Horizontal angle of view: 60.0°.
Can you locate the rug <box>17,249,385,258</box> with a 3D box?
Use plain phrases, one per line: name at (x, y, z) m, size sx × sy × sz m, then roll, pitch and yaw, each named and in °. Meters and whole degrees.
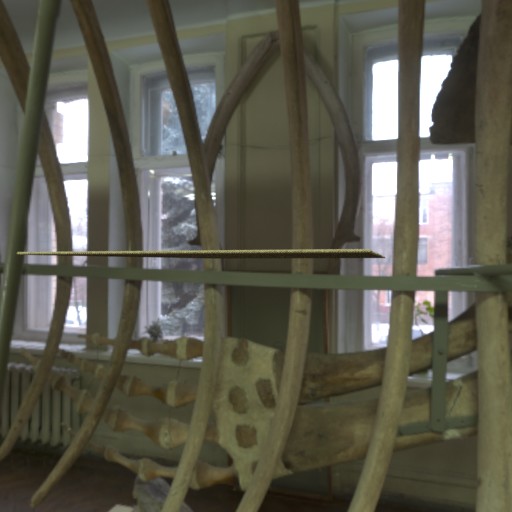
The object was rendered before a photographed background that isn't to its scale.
rug at (0.000, 0.000, 2.275) m, size 1.240 × 0.010 × 1.824 m, roll 0°, pitch -1°, yaw 17°
